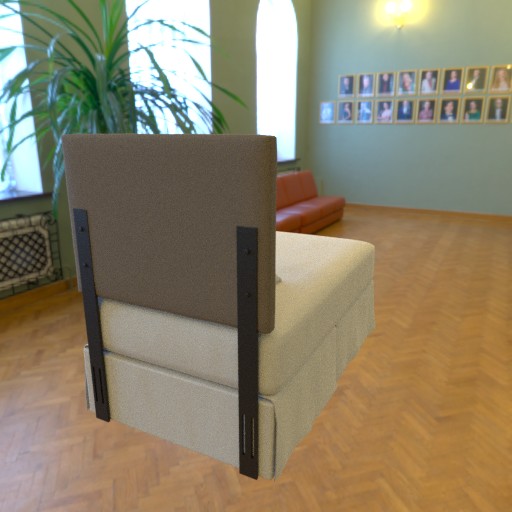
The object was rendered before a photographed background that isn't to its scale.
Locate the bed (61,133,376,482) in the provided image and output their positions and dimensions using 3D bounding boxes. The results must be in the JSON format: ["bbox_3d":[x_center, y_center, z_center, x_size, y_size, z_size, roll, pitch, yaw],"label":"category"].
[{"bbox_3d":[0.000,0.000,2.945,1.261,1.571,1.997,8,17,26],"label":"bed"}]
